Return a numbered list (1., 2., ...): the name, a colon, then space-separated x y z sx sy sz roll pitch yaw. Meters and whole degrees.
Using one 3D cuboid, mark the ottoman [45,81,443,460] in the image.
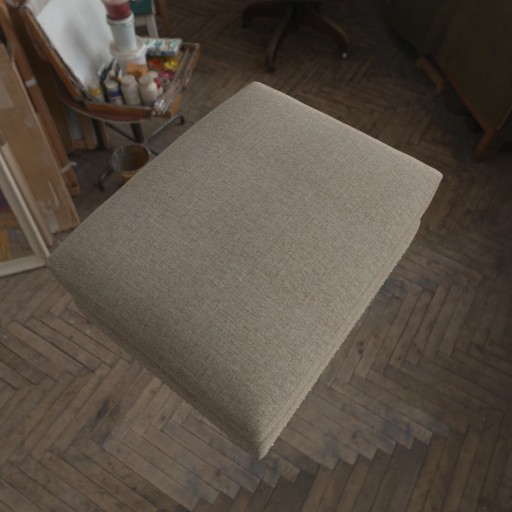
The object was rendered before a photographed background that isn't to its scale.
1. ottoman: 0.000 0.000 1.131 0.584 0.513 0.741 33 64 18
